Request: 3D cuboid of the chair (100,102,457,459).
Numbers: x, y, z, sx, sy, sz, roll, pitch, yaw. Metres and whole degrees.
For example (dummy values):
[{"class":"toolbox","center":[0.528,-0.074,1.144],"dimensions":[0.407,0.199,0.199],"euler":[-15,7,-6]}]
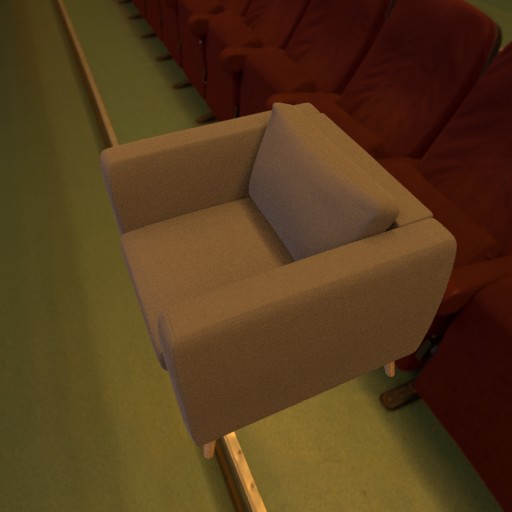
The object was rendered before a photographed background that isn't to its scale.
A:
[{"class":"chair","center":[0.000,0.000,1.696],"dimensions":[0.930,0.860,1.000],"euler":[-18,49,-16]}]
